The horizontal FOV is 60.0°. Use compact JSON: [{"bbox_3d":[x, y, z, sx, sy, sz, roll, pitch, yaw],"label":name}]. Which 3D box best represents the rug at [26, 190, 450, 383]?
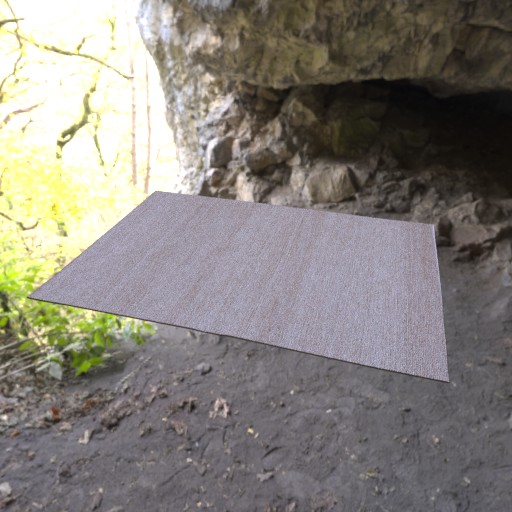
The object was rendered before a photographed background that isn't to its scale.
[{"bbox_3d":[0.000,0.000,2.899,2.283,0.030,1.596,9,33,14],"label":"rug"}]
